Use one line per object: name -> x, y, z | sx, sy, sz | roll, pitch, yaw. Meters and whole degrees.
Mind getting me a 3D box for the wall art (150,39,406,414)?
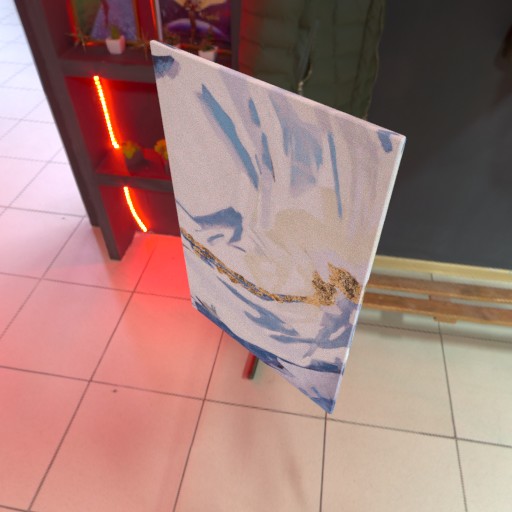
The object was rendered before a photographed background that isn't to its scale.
wall art -> 0.000, 0.000, 1.137 | 0.610, 0.914, 0.016 | 33, 54, 28
